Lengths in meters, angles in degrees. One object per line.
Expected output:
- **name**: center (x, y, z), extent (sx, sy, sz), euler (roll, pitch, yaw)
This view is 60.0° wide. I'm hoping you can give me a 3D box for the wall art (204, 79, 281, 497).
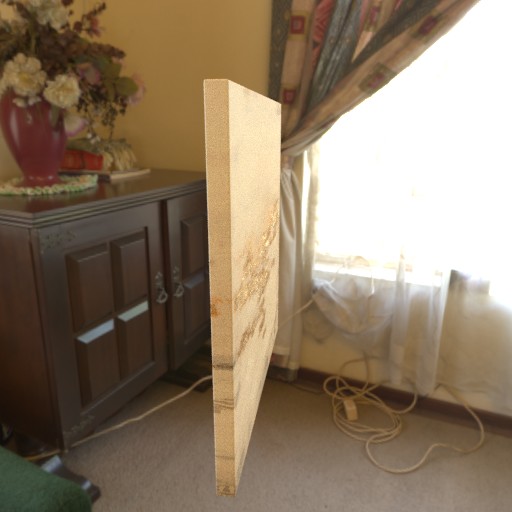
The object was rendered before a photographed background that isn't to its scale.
- **wall art**: center (0.000, 0.000, 1.109), extent (0.038, 0.755, 0.753), euler (3, 17, 9)
